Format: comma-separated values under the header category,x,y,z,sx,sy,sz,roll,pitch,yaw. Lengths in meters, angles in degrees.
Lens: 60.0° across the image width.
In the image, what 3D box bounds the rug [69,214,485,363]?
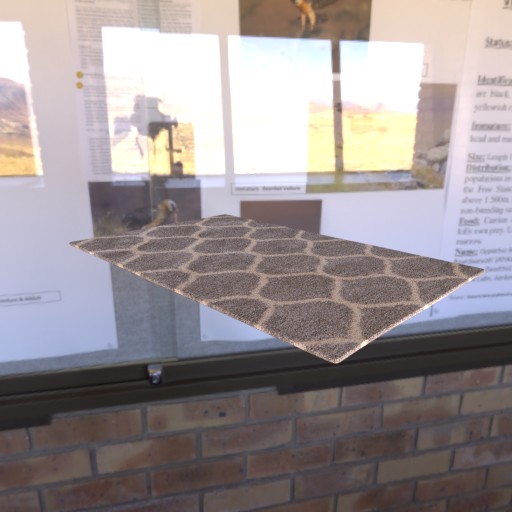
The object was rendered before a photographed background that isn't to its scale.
category,x,y,z,sx,sy,sz,roll,pitch,yaw
rug,0.000,0.000,2.909,1.501,0.025,2.348,-16,23,-42
